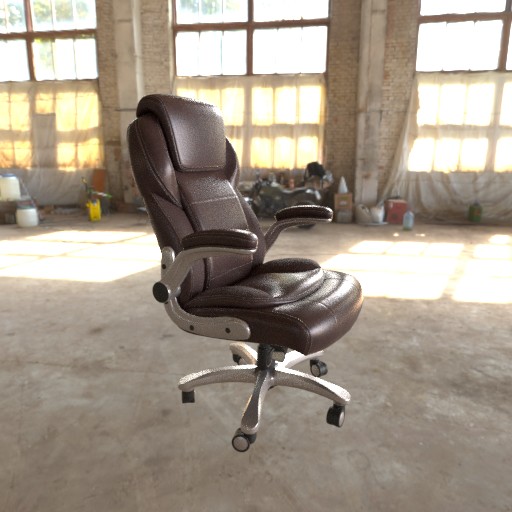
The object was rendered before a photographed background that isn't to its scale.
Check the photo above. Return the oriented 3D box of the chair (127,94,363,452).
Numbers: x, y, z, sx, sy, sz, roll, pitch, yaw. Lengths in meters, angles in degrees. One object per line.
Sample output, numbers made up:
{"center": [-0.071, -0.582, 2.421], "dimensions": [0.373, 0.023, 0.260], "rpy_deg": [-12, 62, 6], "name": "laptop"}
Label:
{"center": [0.000, 0.000, 1.658], "dimensions": [0.774, 1.160, 0.733], "rpy_deg": [7, 15, 28], "name": "chair"}
